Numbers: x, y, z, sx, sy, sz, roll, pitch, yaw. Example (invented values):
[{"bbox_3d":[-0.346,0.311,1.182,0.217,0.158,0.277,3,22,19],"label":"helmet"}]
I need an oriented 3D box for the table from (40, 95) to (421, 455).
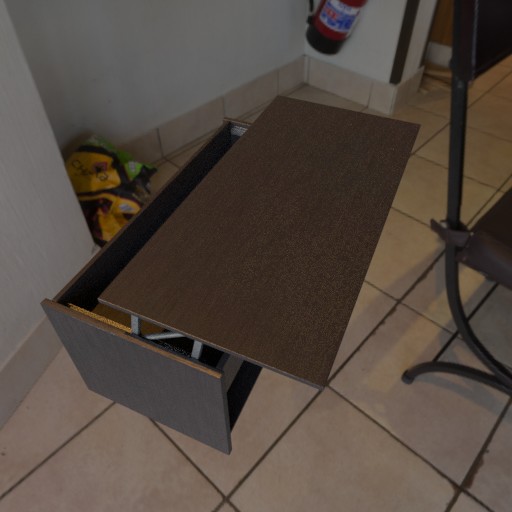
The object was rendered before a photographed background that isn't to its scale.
[{"bbox_3d":[0.000,0.000,1.409,0.712,0.570,1.000,18,49,16],"label":"table"}]
